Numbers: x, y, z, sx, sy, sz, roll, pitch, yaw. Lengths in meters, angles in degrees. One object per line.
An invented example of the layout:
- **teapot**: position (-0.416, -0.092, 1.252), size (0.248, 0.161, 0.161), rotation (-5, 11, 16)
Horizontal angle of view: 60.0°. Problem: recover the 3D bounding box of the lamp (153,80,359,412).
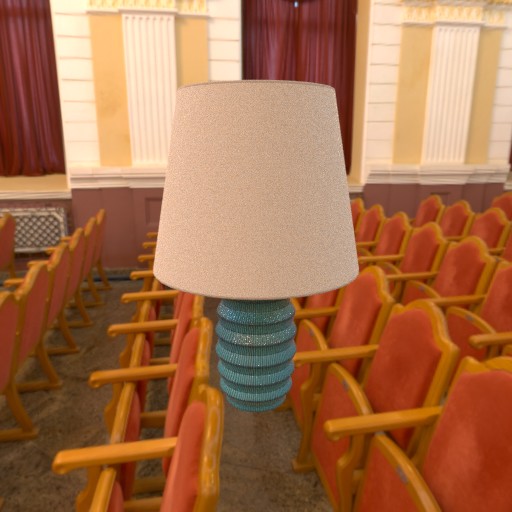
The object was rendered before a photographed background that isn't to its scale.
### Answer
- **lamp**: position (0.000, 0.000, 0.558), size (0.254, 0.392, 0.254), rotation (0, 14, 0)
